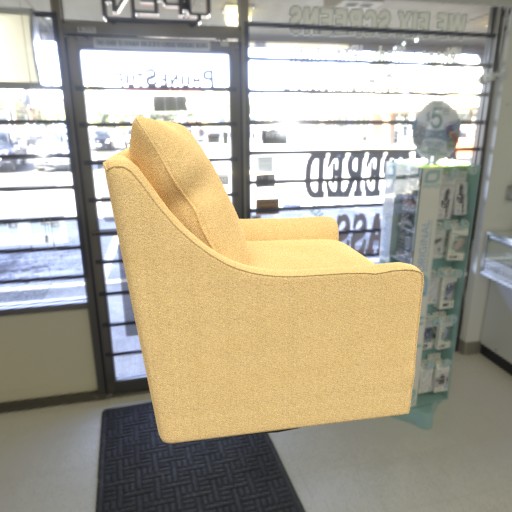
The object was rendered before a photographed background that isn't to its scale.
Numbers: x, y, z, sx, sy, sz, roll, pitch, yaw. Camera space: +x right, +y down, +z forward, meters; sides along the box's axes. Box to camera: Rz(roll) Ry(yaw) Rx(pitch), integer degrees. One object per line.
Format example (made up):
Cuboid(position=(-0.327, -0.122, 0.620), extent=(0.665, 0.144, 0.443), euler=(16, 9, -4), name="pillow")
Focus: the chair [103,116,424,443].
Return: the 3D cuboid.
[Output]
Cuboid(position=(0.000, 0.000, 1.557), extent=(0.876, 0.927, 0.760), euler=(-3, 17, -10), name="chair")
